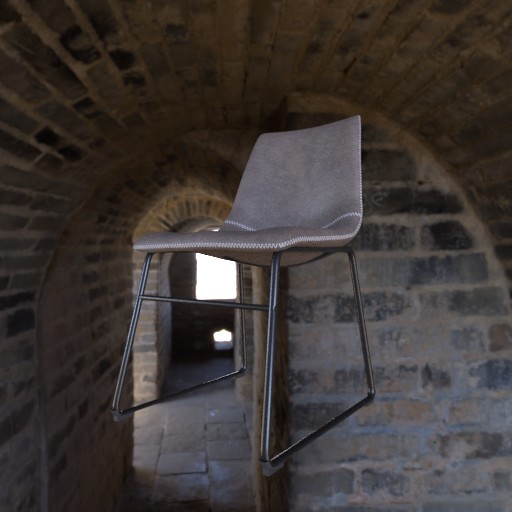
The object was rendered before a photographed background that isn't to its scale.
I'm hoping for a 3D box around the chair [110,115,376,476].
[{"bbox_3d":[0.000,0.000,1.128,0.460,0.780,0.550,0,0,36],"label":"chair"}]
